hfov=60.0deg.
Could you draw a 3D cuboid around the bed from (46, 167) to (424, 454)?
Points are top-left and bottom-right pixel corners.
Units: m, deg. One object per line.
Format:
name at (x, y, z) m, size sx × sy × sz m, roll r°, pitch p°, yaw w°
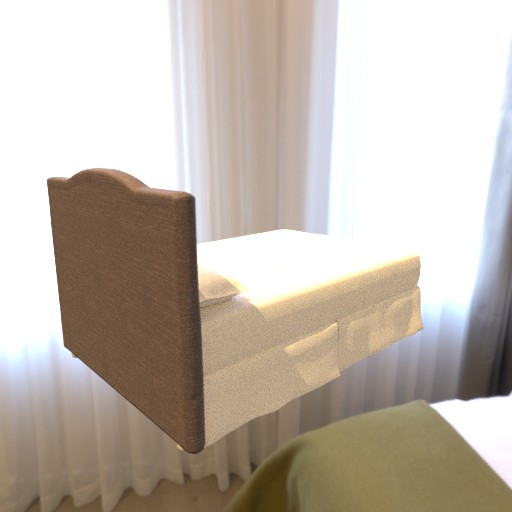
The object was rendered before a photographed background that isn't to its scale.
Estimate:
bed at (0.000, 0.000, 3.498) m, size 2.507 × 1.441 × 1.741 m, roll -12°, pitch 18°, yaw -41°
